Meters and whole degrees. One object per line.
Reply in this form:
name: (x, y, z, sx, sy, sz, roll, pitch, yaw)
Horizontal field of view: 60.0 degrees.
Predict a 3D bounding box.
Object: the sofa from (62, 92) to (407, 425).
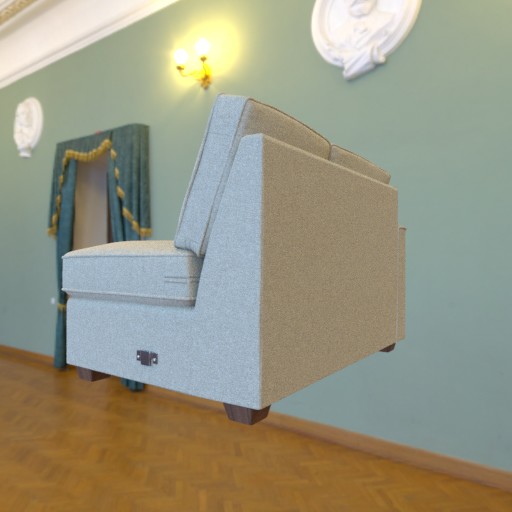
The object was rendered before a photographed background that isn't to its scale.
sofa: (0.000, 0.000, 2.050, 0.991, 0.989, 1.388, 0, 0, 35)
